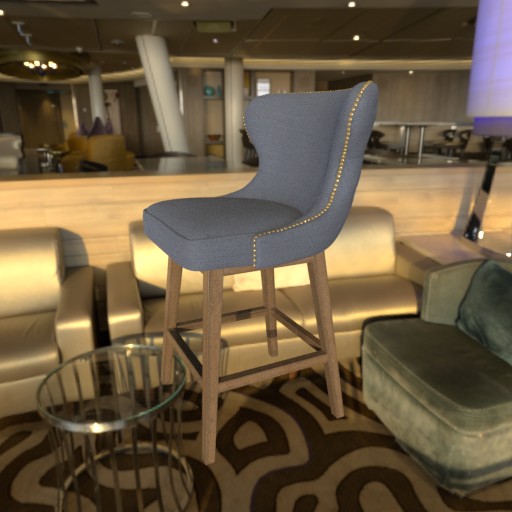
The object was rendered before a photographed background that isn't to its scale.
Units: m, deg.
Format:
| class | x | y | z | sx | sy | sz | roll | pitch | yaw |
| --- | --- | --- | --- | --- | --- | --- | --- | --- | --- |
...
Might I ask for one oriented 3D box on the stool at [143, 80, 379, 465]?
| class | x | y | z | sx | sy | sz | roll | pitch | yaw |
| --- | --- | --- | --- | --- | --- | --- | --- | --- | --- |
| stool | 0.000 | 0.000 | 1.347 | 0.597 | 0.972 | 0.615 | -8 | 18 | -25 |
